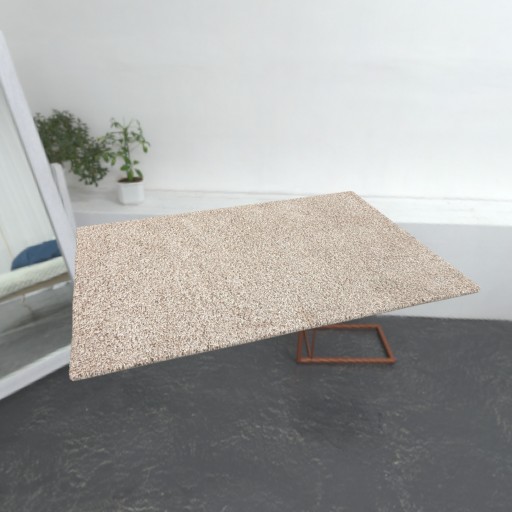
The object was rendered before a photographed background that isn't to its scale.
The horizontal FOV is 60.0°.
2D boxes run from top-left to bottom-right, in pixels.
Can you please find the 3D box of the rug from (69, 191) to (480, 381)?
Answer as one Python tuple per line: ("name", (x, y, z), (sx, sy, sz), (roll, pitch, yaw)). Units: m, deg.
("rug", (0.000, 0.000, 2.292), (1.778, 0.030, 1.219), (-9, 32, -15))
